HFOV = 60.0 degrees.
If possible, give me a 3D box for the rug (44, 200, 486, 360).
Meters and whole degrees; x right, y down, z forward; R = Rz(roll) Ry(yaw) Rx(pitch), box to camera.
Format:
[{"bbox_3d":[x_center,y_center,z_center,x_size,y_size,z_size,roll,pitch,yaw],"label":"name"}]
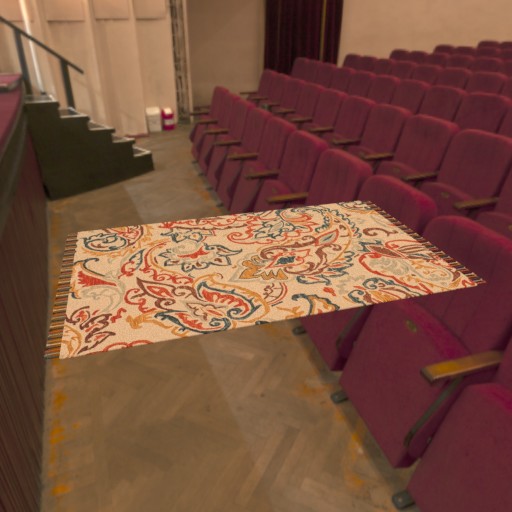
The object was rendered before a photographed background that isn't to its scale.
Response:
[{"bbox_3d":[0.000,0.000,3.104,2.584,0.010,1.523,-8,29,-14],"label":"rug"}]
